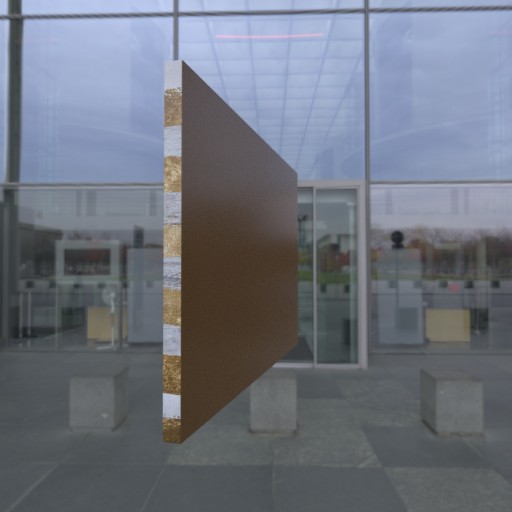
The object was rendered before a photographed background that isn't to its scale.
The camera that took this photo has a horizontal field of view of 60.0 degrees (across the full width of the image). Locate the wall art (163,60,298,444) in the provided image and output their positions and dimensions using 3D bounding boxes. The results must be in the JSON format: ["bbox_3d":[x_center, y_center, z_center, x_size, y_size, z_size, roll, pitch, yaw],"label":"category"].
[{"bbox_3d":[0.000,0.000,1.430,0.041,0.762,1.145,0,-1,17],"label":"wall art"}]
